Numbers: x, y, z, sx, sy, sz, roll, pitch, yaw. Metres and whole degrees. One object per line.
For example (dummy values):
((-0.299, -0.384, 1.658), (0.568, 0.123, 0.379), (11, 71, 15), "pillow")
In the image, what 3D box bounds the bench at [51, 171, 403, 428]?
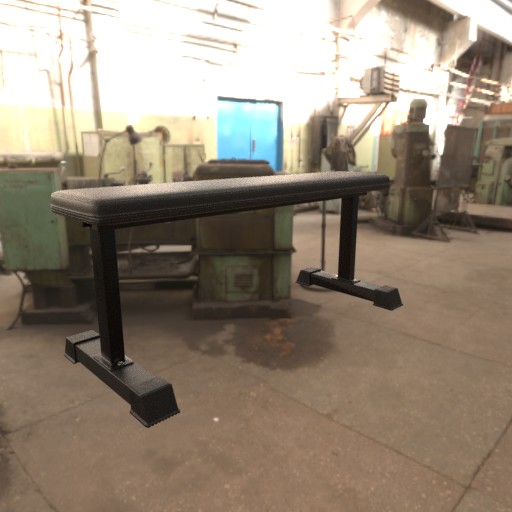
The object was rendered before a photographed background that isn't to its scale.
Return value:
((0.000, 0.000, 1.320), (1.072, 0.453, 0.439), (-13, 19, -42), "bench")
